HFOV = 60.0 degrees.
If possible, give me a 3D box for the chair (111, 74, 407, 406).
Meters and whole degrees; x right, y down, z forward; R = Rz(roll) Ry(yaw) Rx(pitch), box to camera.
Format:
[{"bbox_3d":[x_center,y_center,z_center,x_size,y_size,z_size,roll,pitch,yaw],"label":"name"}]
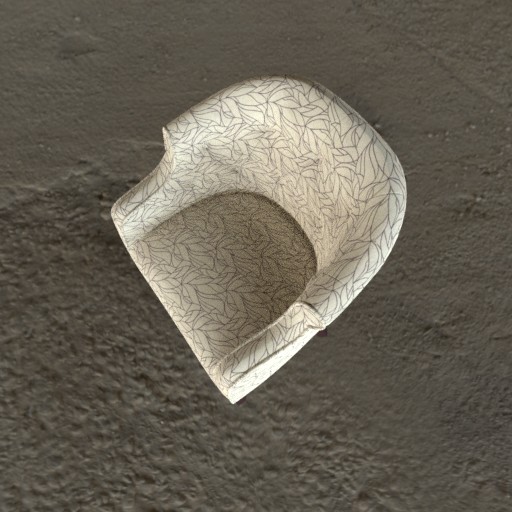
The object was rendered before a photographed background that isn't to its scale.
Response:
[{"bbox_3d":[0.000,0.000,1.333,0.613,0.858,0.686,-32,67,-16],"label":"chair"}]
